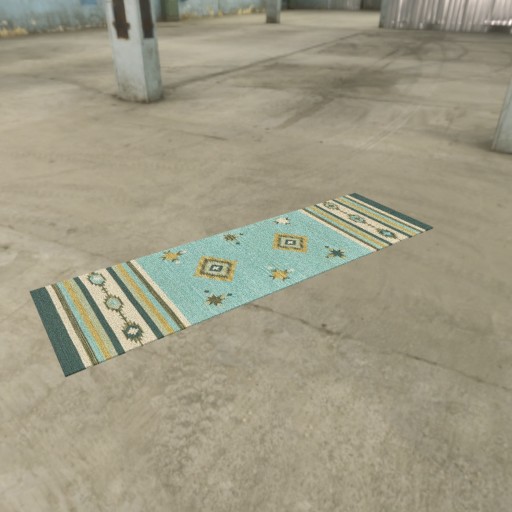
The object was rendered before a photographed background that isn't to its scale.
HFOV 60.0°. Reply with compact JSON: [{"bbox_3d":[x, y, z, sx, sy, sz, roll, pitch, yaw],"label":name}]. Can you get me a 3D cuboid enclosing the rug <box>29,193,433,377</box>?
[{"bbox_3d":[0.000,0.000,2.712,2.441,0.010,0.744,-19,35,-29],"label":"rug"}]
